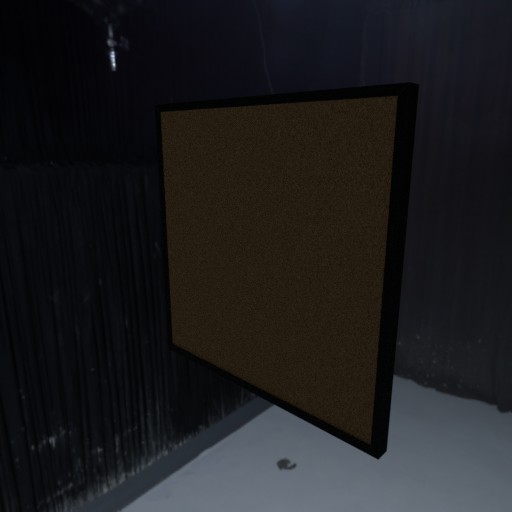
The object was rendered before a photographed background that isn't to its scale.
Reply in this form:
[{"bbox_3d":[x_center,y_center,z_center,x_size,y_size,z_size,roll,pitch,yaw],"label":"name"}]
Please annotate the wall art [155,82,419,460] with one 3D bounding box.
[{"bbox_3d":[0.000,0.000,1.122,0.761,0.761,0.037,14,20,42],"label":"wall art"}]
